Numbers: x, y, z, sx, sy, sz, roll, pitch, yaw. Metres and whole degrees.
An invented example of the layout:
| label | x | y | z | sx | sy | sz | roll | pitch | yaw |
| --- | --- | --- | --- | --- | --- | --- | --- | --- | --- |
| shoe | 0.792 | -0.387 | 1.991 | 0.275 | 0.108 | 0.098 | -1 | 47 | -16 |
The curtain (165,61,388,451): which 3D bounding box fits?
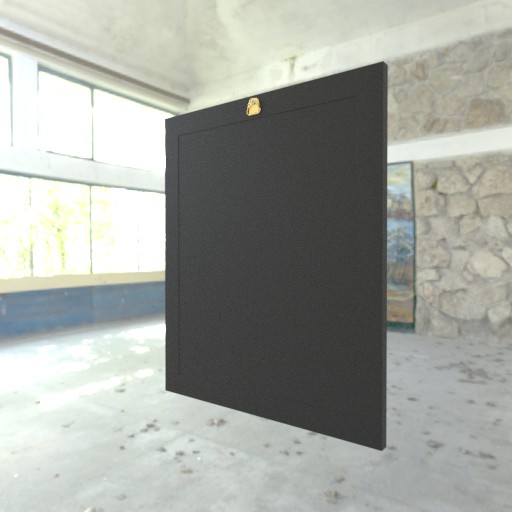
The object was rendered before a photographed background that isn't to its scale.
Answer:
| label | x | y | z | sx | sy | sz | roll | pitch | yaw |
| --- | --- | --- | --- | --- | --- | --- | --- | --- | --- |
| curtain | 0.000 | 0.000 | 0.814 | 0.483 | 0.585 | 0.027 | 1 | 1 | 37 |
